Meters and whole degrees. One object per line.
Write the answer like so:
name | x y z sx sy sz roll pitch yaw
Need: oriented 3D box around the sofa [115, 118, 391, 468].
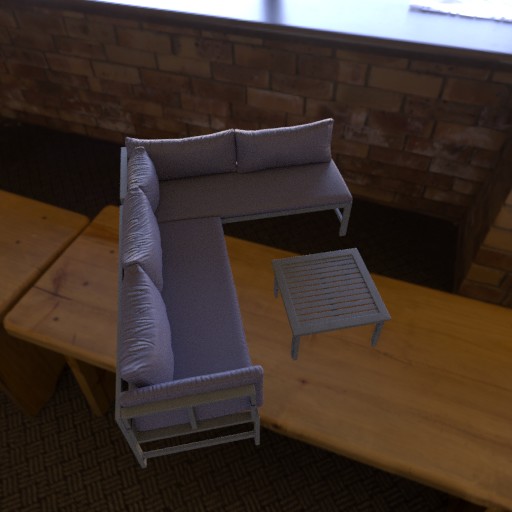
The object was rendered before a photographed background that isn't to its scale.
sofa | 0.000 0.000 2.919 1.658 0.762 2.149 -8 47 -8
